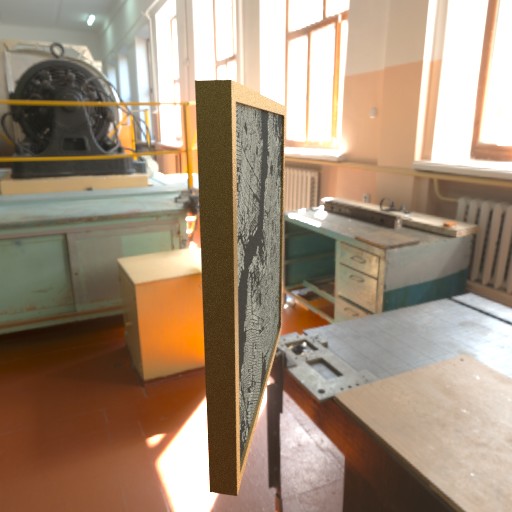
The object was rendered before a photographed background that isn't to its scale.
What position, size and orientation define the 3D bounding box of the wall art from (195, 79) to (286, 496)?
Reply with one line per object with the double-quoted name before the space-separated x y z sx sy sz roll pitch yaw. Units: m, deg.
"wall art" 0.000 0.000 1.904 0.095 1.284 1.284 3 16 9
